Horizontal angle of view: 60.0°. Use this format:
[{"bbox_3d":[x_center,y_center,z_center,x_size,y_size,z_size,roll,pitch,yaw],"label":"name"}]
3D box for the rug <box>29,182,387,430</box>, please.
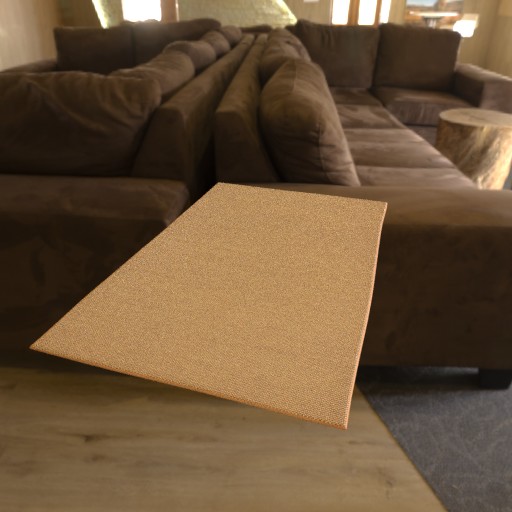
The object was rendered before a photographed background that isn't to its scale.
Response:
[{"bbox_3d":[0.000,0.000,2.042,1.078,0.013,1.678,9,31,16],"label":"rug"}]
